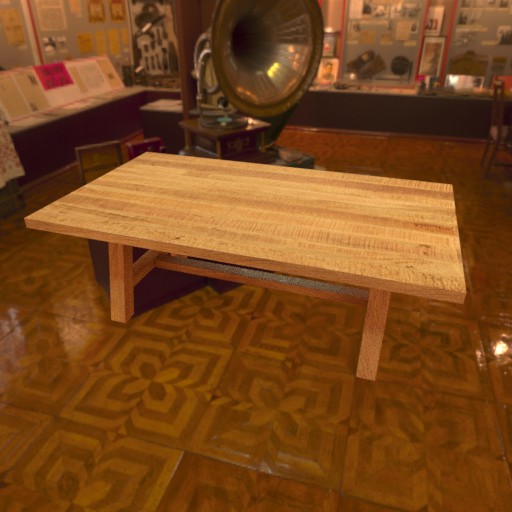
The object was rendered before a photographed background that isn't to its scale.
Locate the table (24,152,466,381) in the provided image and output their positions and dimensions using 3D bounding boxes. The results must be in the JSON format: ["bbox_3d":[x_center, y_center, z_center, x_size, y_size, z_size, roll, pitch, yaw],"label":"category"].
[{"bbox_3d":[0.000,0.000,1.670,1.320,0.455,0.760,10,31,16],"label":"table"}]
